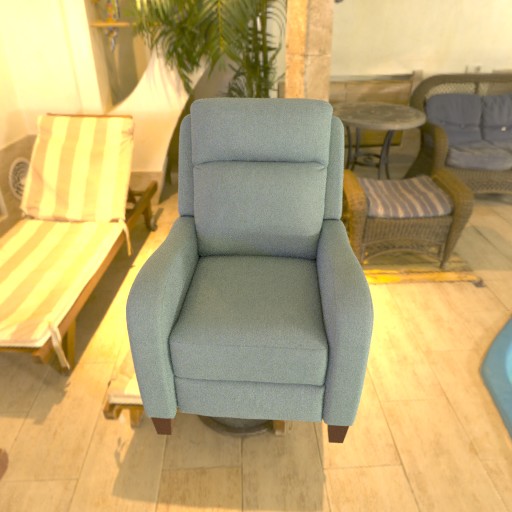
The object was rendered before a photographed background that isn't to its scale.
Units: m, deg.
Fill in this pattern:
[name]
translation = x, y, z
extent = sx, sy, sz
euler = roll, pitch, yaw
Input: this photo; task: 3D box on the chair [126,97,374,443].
[chair]
translation = 0.000, 0.000, 1.772
extent = 0.785, 1.067, 0.988
euler = 2, 31, 3
